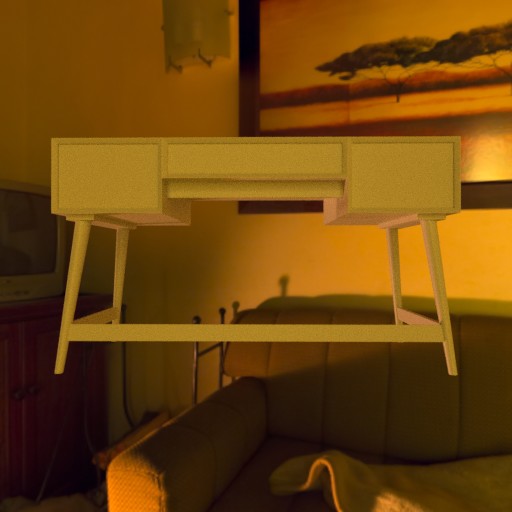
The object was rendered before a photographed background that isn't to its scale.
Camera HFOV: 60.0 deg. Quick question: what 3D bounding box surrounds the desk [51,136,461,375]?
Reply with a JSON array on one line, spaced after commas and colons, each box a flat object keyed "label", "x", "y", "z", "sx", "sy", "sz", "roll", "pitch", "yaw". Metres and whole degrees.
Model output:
[{"label": "desk", "x": 0.000, "y": 0.000, "z": 1.716, "sx": 1.313, "sy": 0.762, "sz": 0.589, "roll": 0, "pitch": 0, "yaw": 1}]
